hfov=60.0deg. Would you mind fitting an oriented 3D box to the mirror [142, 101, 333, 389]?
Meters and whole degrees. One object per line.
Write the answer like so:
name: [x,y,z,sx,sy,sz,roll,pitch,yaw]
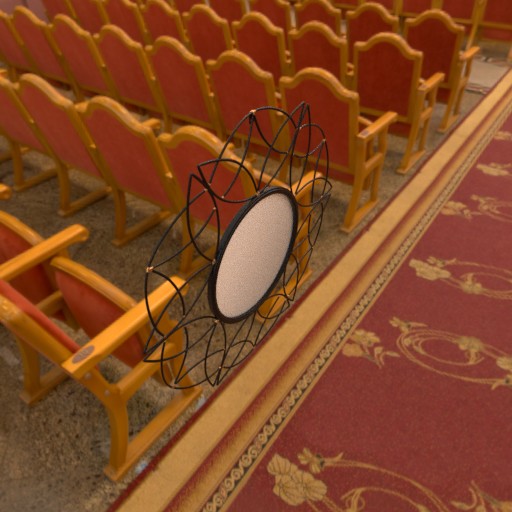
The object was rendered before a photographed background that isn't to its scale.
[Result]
mirror: [0.000,0.000,1.151,0.028,0.775,0.797,25,47,27]
